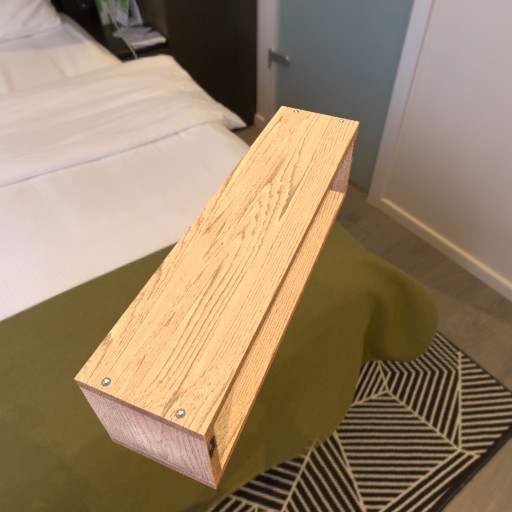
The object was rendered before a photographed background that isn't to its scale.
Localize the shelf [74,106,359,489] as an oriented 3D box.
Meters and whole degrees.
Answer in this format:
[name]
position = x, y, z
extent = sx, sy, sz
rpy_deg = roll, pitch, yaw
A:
[shelf]
position = 0.000, 0.000, 0.690
extent = 0.150, 0.170, 0.610
rpy_deg = 17, 49, 15
